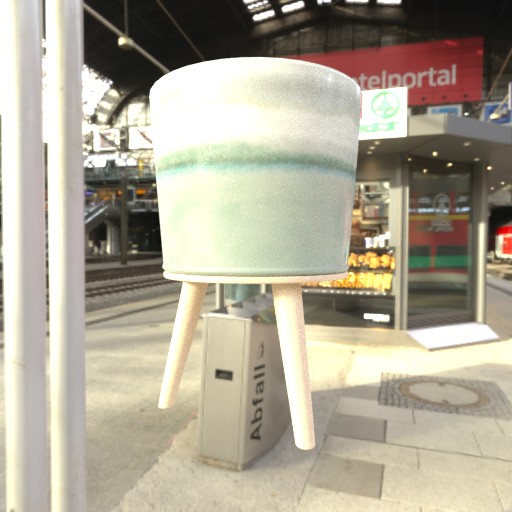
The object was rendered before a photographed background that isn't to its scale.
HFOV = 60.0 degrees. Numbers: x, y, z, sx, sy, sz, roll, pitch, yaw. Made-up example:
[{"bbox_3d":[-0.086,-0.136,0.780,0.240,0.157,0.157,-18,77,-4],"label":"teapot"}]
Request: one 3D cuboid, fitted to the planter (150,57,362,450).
[{"bbox_3d":[0.000,0.000,0.574,0.265,0.404,0.265,0,2,17],"label":"planter"}]
